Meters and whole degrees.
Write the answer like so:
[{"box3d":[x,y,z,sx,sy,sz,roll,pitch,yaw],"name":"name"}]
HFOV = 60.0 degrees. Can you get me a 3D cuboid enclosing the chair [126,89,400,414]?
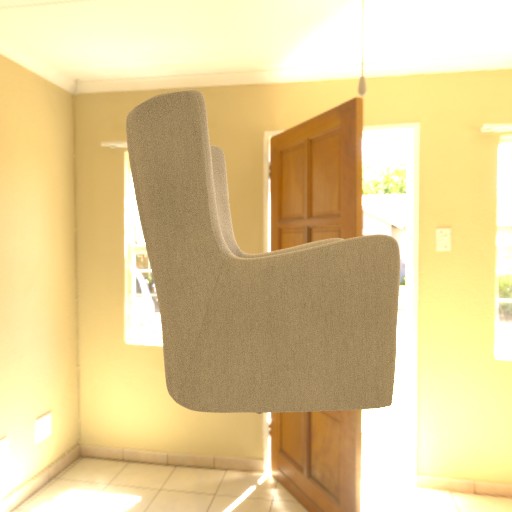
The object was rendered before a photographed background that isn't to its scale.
[{"box3d":[0.000,0.000,1.684,0.904,1.000,0.779,0,1,1],"name":"chair"}]
